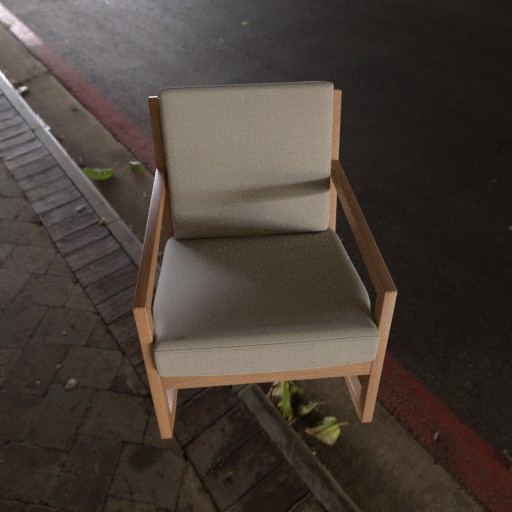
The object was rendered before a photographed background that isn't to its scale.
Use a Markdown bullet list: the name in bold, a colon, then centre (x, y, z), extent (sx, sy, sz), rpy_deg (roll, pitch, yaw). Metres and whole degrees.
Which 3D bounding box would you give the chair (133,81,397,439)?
- **chair**: centre (0.000, 0.000, 1.386), extent (0.622, 0.790, 0.857), rpy_deg (-3, 46, -3)
